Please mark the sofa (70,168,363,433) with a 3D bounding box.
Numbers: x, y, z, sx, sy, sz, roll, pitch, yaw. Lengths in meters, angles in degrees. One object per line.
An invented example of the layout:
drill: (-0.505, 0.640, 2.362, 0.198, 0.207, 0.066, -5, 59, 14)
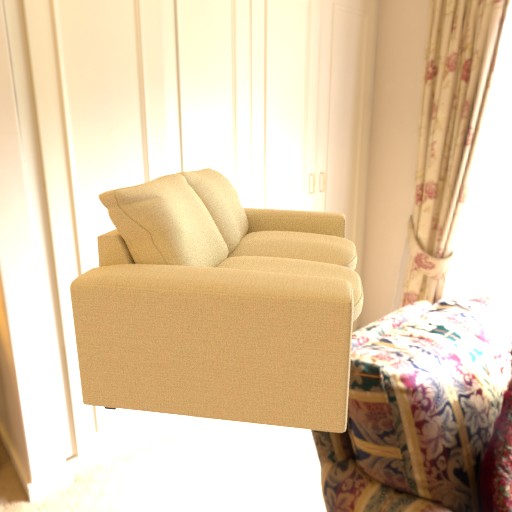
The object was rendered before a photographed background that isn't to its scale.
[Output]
sofa: (0.000, 0.000, 2.390, 1.091, 0.875, 1.754, 3, 15, 10)
